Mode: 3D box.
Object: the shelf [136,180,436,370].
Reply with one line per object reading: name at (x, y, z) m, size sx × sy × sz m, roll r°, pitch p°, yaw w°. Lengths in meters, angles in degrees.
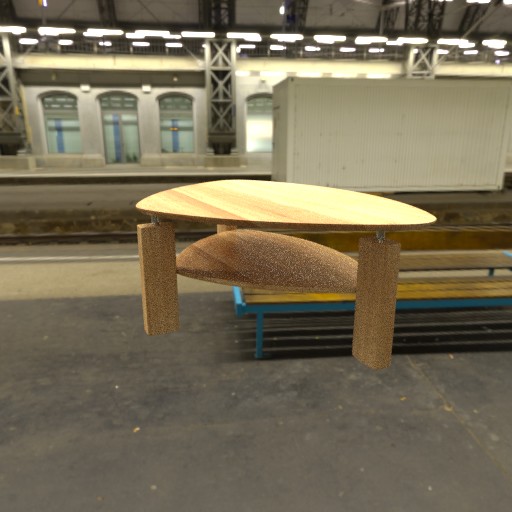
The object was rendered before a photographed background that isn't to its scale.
shelf at (0.000, 0.000, 1.669) m, size 0.863 × 0.439 × 1.240 m, roll -8°, pitch 18°, yaw -27°
